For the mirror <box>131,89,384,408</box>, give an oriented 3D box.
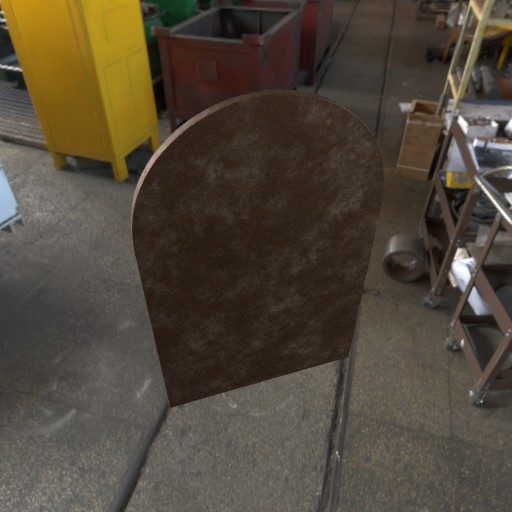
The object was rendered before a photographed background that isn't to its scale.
[{"bbox_3d":[0.000,0.000,0.994,0.510,0.770,0.137,-12,42,-14],"label":"mirror"}]
